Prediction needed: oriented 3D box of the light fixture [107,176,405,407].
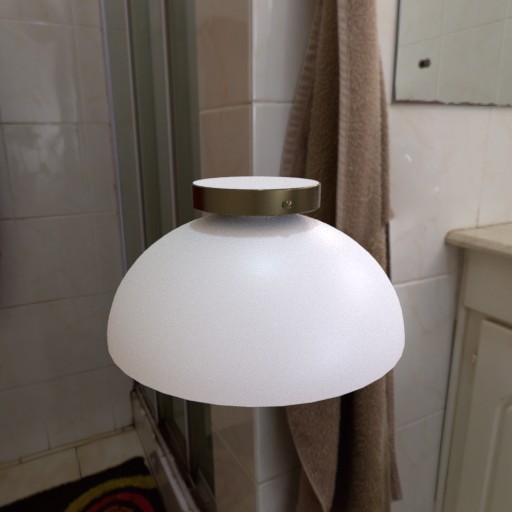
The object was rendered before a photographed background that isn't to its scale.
[{"bbox_3d":[0.000,0.000,0.534,0.355,0.177,0.355,0,15,0],"label":"light fixture"}]
